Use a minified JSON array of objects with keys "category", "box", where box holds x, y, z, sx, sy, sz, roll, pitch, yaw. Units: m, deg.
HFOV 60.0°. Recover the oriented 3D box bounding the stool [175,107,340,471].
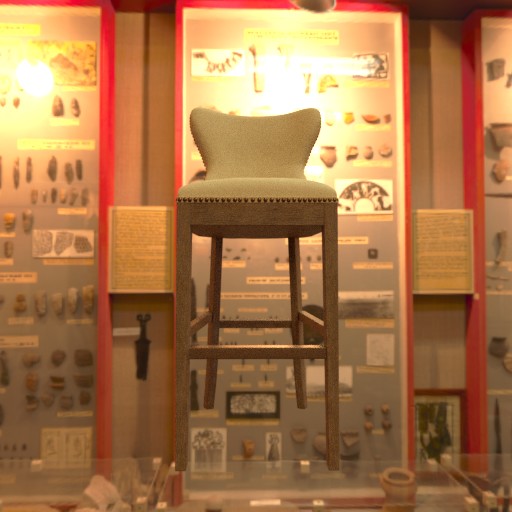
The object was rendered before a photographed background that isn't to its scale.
[{"category":"stool","box":[0.000,0.000,1.452,0.494,1.123,0.606,0,-1,-1]}]
